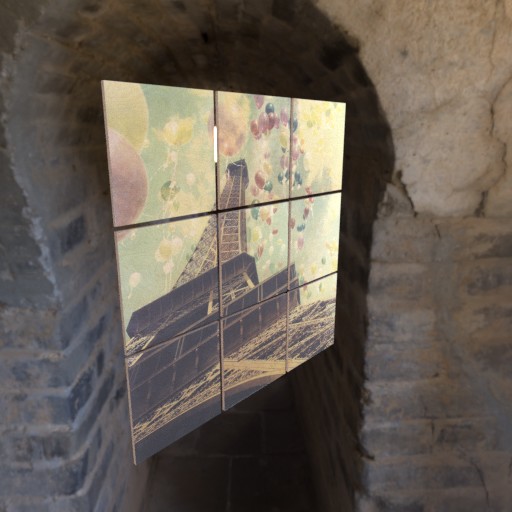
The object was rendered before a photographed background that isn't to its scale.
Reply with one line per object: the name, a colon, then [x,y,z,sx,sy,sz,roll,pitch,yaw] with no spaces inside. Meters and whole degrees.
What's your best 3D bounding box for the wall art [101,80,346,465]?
wall art: [0.000,0.000,1.776,0.013,1.218,1.219,13,20,40]
